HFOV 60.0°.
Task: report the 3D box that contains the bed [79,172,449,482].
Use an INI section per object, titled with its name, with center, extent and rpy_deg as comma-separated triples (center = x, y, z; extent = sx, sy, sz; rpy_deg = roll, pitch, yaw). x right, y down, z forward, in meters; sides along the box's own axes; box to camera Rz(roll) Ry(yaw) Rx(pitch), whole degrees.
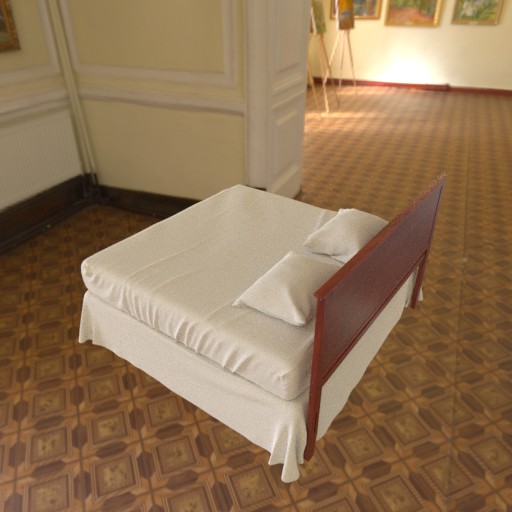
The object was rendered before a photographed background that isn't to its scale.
[bed]
center = 0.000, 0.000, 3.598
extent = 2.219, 1.271, 2.314
rpy_deg = 21, 37, 30
